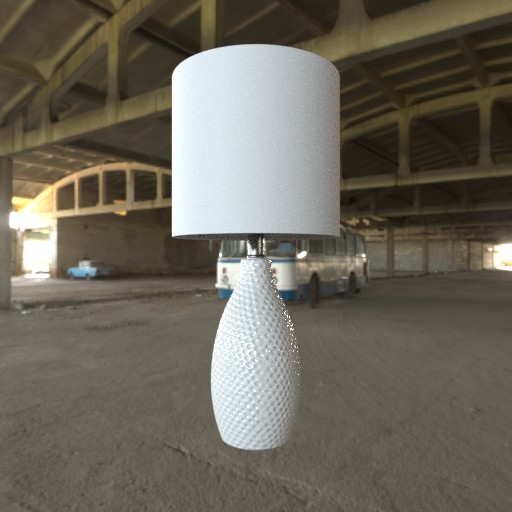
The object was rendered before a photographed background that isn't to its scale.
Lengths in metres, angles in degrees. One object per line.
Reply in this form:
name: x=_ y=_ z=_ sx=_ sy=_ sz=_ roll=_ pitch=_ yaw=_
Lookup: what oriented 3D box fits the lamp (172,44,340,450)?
lamp: x=0.000 y=0.000 z=0.577 sx=0.214 sy=0.466 sz=0.214 roll=0 pitch=0 yaw=36
